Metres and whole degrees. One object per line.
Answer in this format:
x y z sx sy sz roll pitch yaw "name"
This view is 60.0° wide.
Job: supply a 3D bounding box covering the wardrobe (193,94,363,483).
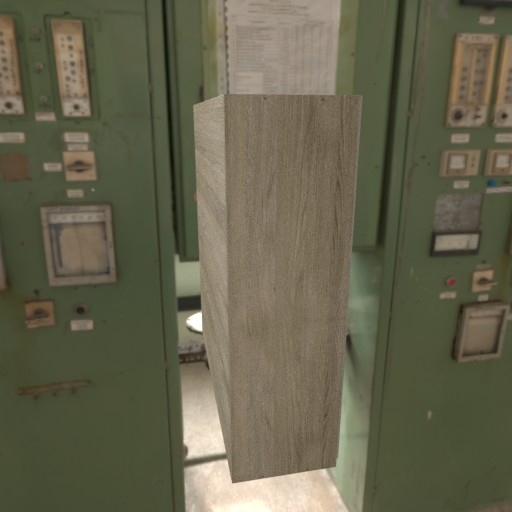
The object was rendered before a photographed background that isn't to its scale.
0.000 0.000 2.964 0.629 1.960 1.780 -4 18 -11 "wardrobe"
